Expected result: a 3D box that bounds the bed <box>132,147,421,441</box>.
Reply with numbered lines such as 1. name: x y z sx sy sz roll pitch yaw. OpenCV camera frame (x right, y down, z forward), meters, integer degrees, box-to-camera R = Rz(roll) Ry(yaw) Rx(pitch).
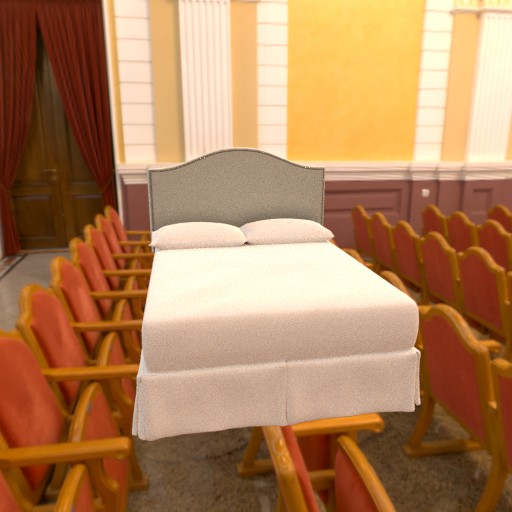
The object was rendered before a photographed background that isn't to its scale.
1. bed: 0.000 0.000 3.489 1.813 1.607 2.180 -3 16 -10
